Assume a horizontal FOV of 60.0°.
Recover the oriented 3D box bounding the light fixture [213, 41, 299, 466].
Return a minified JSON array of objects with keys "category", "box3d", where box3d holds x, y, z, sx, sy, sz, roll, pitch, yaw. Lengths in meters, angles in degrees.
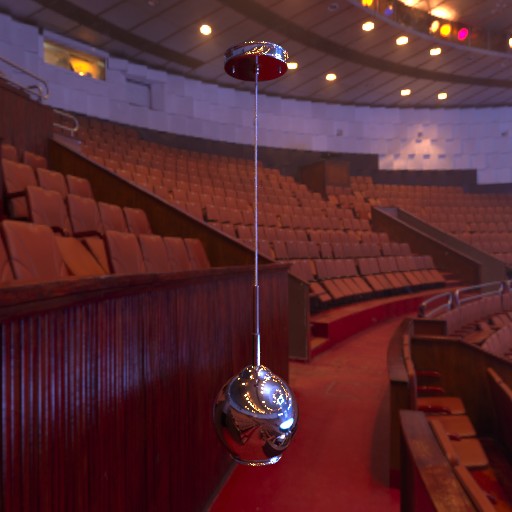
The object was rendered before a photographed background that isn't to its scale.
[{"category":"light fixture","box3d":[0.000,0.000,1.716,0.336,1.538,0.336,0,0,-1]}]
